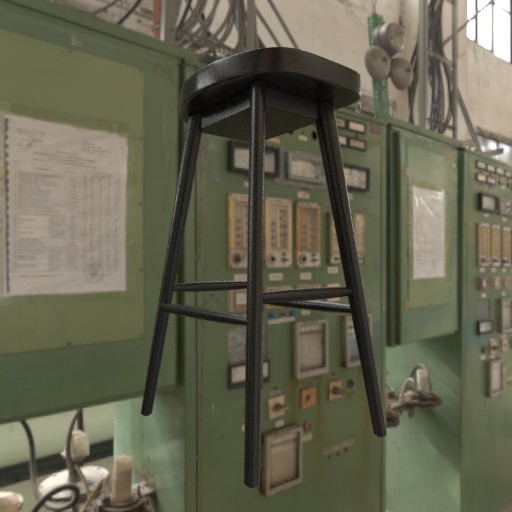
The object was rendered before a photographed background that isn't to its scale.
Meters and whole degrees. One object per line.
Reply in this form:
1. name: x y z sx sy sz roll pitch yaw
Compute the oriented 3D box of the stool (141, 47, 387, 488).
1. stool: 0.000 0.000 0.988 0.361 0.749 0.440 0 -1 -38
